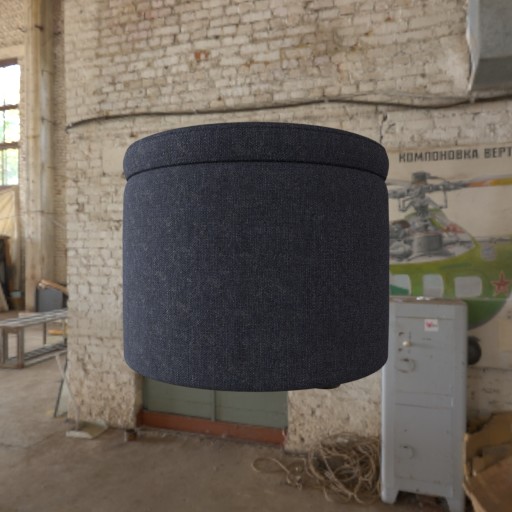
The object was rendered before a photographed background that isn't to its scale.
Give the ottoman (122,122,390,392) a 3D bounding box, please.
[{"bbox_3d":[0.000,0.000,0.902,0.520,0.430,0.520,0,1,0],"label":"ottoman"}]
